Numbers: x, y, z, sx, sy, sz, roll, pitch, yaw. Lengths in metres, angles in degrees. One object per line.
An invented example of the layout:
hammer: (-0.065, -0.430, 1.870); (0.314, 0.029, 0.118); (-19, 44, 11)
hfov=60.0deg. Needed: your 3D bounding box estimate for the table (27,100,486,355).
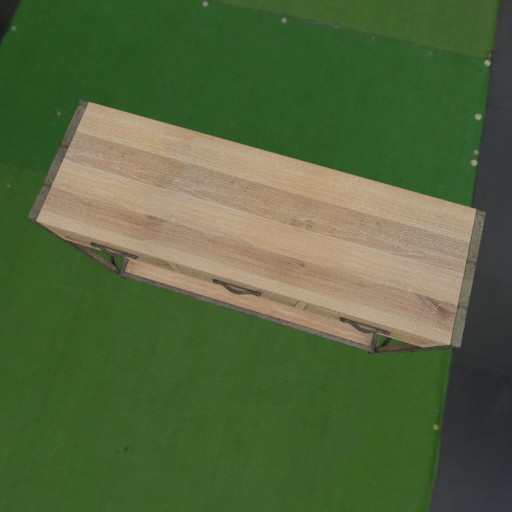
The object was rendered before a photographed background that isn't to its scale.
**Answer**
table: (0.000, 0.000, 1.441); (1.059, 0.763, 0.361); (16, 77, 4)
